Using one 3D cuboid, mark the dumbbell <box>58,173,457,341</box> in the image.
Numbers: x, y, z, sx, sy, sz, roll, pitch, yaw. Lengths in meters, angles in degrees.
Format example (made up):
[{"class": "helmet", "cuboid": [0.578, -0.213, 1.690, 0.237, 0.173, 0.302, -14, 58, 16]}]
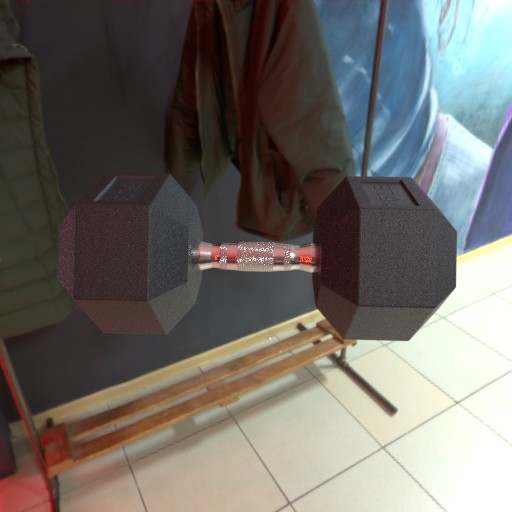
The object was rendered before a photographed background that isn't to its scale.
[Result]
[{"class": "dumbbell", "cuboid": [0.000, 0.000, 0.334, 0.271, 0.106, 0.122, 1, 29, 2]}]
